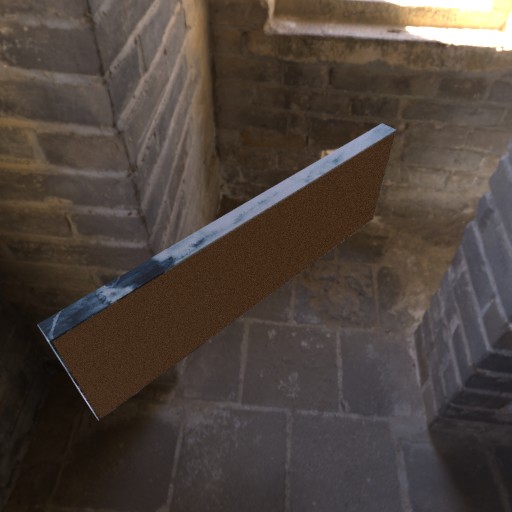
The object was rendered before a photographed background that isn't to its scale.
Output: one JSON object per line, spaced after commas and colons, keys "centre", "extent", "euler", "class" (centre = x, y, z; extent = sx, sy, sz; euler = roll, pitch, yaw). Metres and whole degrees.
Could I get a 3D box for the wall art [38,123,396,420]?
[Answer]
{"centre": [0.000, 0.000, 0.850], "extent": [0.759, 0.251, 0.037], "euler": [-34, 55, -27], "class": "wall art"}
